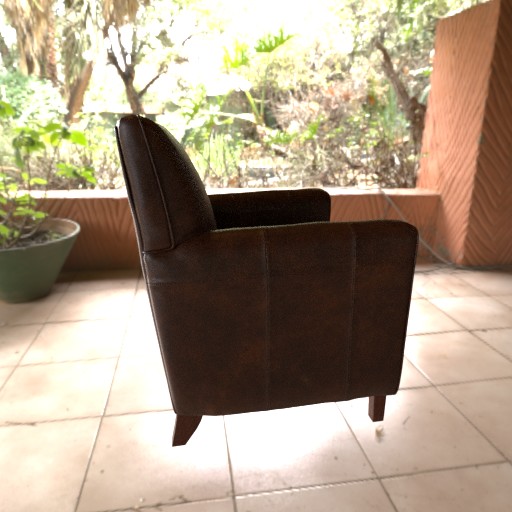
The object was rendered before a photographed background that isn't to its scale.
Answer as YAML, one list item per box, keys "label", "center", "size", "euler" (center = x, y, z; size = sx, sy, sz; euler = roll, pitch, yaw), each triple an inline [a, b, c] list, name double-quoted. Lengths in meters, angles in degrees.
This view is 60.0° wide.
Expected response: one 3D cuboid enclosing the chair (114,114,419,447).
- label: "chair"
  center: [0.000, 0.000, 1.595]
  size: [0.823, 0.943, 0.870]
  euler: [-3, 16, -10]
